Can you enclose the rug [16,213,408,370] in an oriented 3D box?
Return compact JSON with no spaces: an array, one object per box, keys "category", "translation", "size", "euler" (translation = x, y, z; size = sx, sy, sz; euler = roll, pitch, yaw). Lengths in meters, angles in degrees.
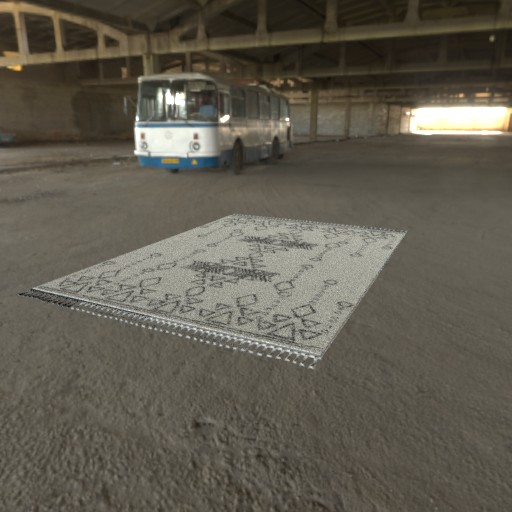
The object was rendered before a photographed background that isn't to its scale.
[{"category":"rug","translation":[0.000,0.000,2.915],"size":[1.600,0.013,2.312],"euler":[8,19,25]}]
